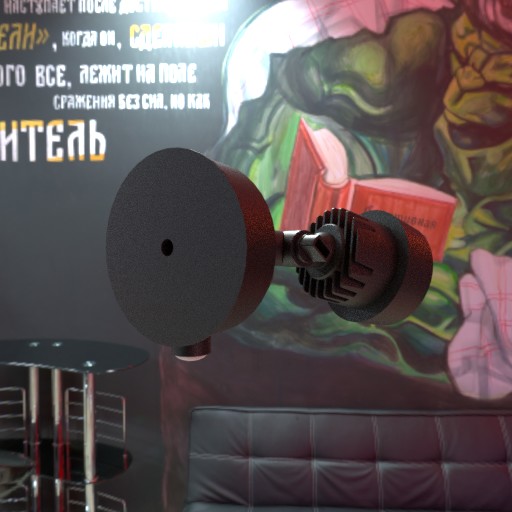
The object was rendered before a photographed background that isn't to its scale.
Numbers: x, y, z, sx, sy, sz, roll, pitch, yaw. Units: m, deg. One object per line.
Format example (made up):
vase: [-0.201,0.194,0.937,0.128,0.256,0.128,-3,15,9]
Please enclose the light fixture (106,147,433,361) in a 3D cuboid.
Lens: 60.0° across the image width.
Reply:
light fixture: [0.000,0.000,0.311,0.213,0.120,0.168,1,1,35]
